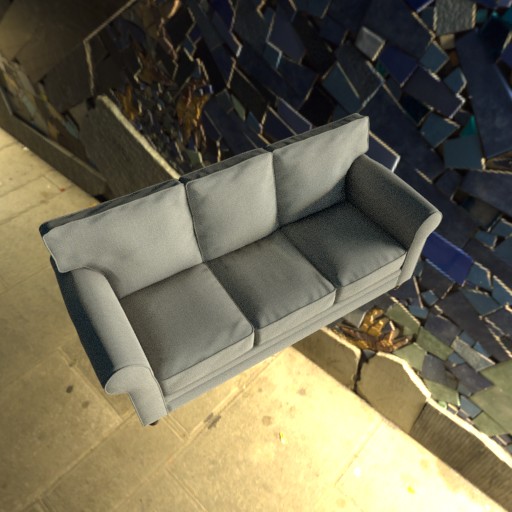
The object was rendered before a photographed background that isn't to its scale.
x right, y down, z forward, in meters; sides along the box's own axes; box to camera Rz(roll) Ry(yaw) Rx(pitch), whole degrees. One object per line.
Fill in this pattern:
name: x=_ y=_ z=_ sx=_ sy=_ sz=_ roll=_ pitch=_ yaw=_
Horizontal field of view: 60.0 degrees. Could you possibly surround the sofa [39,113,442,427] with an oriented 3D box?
sofa: x=0.000 y=0.000 z=2.600 sx=2.084 sy=0.961 sz=0.916 roll=-24 pitch=51 yaw=-21
